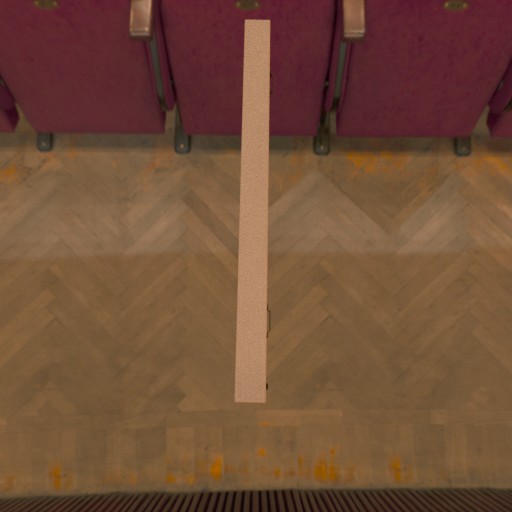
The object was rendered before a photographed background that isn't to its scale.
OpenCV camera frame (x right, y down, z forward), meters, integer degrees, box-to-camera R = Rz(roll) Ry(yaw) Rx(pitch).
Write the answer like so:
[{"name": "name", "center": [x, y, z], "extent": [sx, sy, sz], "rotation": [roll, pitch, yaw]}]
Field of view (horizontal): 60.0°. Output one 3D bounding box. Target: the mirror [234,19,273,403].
[{"name": "mirror", "center": [0.000, 0.000, 0.903], "extent": [0.040, 0.710, 0.507], "rotation": [1, 77, 0]}]
